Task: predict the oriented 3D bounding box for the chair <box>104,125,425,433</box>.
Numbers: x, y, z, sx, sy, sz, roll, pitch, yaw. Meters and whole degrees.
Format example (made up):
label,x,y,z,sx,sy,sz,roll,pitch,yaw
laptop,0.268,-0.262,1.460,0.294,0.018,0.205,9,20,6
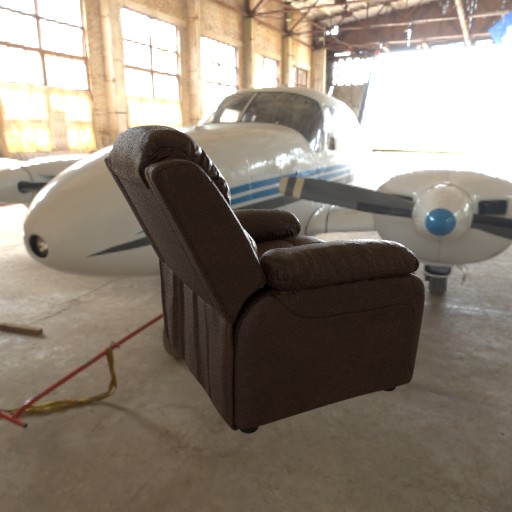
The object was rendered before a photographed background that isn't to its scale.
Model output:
label,x,y,z,sx,sy,sz,roll,pitch,yaw
chair,0.000,0.000,1.250,0.707,0.702,0.680,-7,17,-26
